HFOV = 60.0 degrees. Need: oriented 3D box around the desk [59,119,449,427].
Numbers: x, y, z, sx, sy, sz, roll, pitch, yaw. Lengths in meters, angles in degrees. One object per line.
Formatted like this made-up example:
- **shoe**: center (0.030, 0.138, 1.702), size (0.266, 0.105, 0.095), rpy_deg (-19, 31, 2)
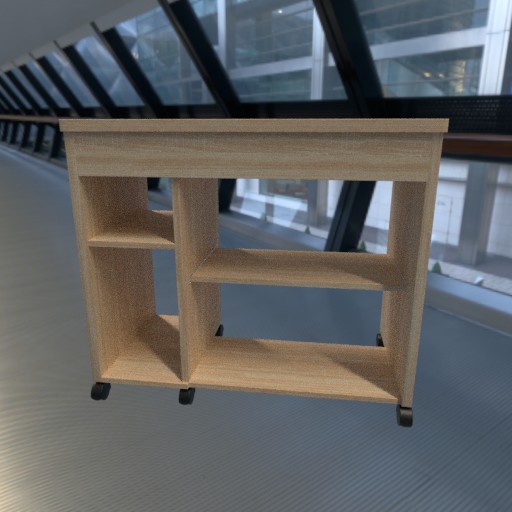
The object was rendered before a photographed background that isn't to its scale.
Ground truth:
- **desk**: center (0.000, 0.000, 1.312), size (0.884, 0.770, 0.480), rpy_deg (2, 17, 8)
